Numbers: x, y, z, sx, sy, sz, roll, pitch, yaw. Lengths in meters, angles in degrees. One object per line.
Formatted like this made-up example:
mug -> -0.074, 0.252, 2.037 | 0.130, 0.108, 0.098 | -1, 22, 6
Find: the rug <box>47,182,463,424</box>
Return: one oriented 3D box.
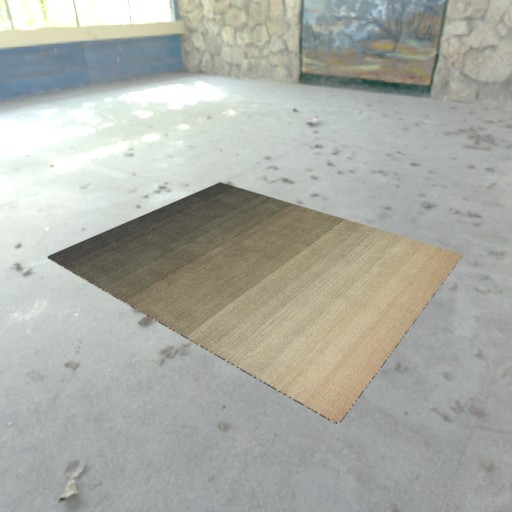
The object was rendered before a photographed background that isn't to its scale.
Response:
rug -> 0.000, 0.000, 3.925 | 2.902, 0.017, 2.305 | 21, 37, 32
